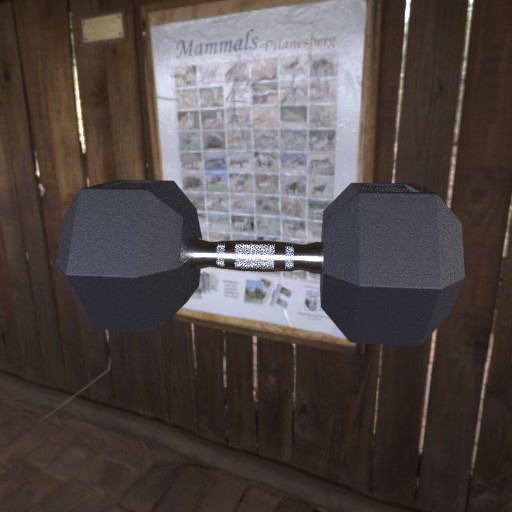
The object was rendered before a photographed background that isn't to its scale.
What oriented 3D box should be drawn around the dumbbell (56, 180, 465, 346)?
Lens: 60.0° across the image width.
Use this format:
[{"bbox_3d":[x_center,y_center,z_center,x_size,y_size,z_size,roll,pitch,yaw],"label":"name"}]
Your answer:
[{"bbox_3d":[0.000,0.000,0.434,0.361,0.137,0.157,2,15,7],"label":"dumbbell"}]
